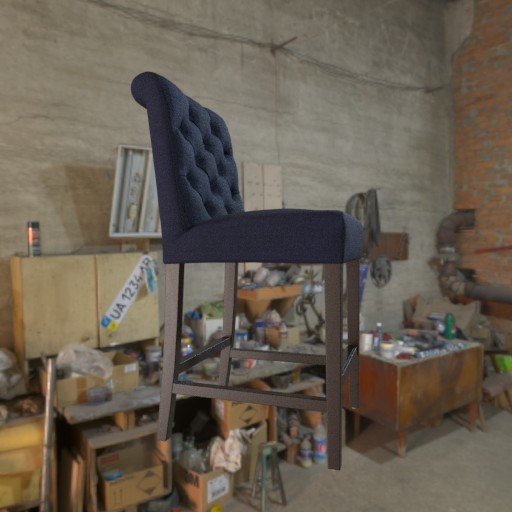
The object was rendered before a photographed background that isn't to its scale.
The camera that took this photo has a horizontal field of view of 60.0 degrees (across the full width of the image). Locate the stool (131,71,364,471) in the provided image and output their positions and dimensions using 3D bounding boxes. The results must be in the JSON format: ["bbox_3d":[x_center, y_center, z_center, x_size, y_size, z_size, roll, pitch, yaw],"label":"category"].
[{"bbox_3d":[0.000,0.000,1.341,0.601,1.010,0.493,0,1,19],"label":"stool"}]
